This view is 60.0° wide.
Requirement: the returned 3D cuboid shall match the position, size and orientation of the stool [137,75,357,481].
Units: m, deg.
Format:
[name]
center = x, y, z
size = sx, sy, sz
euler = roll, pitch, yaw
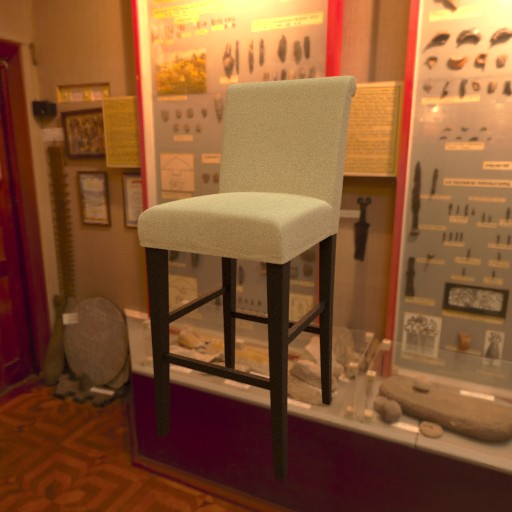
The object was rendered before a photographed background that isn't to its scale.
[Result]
[stool]
center = 0.000, 0.000, 1.429
size = 0.452, 1.124, 0.597
euler = 7, 15, 26
